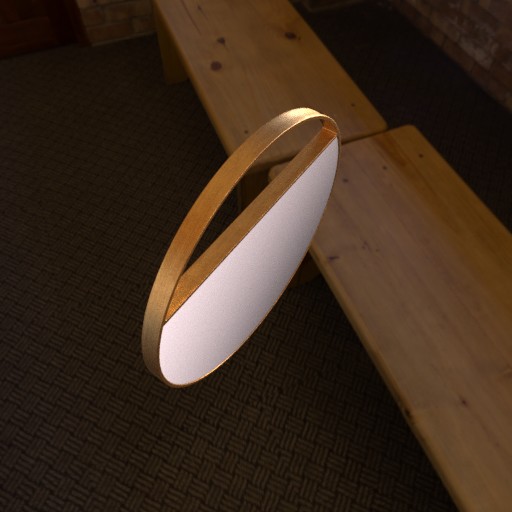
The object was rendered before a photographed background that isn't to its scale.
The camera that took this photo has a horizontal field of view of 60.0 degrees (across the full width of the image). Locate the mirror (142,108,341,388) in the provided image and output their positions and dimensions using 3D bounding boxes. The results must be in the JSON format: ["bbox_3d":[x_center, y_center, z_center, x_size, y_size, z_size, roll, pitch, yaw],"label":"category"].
[{"bbox_3d":[0.000,0.000,0.848,0.032,0.565,0.565,31,62,19],"label":"mirror"}]
